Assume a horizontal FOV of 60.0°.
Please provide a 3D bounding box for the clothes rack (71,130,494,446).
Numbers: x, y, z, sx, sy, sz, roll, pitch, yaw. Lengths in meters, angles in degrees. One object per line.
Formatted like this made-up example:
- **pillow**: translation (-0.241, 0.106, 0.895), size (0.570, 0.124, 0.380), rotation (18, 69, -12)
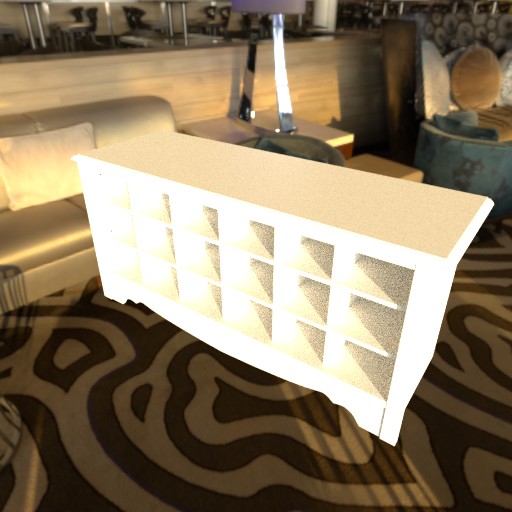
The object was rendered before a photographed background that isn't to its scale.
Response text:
- **clothes rack**: translation (0.000, 0.000, 1.438), size (1.218, 0.558, 0.405), rotation (20, 35, 30)
